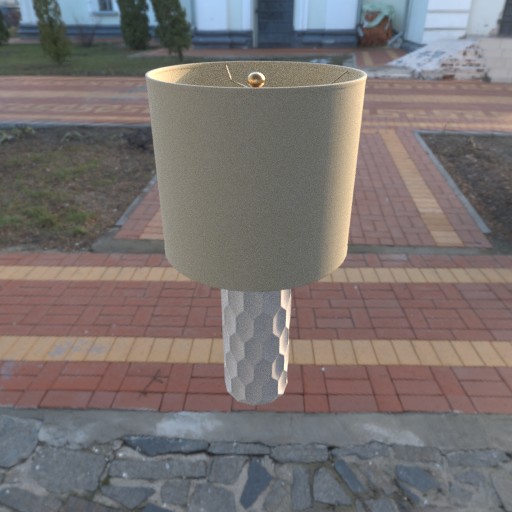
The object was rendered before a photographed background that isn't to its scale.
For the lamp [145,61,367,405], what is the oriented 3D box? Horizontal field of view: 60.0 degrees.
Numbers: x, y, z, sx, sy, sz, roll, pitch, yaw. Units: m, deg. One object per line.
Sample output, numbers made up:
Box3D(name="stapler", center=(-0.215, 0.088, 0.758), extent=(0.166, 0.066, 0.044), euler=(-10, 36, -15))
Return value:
Box3D(name="lamp", center=(0.000, 0.000, 0.694), extent=(0.277, 0.537, 0.277), euler=(9, 30, 16))
